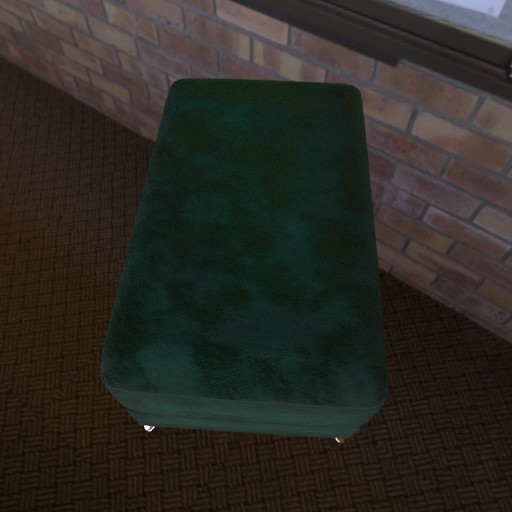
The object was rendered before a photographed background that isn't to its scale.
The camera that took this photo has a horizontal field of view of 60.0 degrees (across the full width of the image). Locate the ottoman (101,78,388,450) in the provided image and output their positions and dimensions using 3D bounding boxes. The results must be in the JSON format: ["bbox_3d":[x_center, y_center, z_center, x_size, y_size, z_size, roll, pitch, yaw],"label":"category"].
[{"bbox_3d":[0.000,0.000,1.198,0.536,0.533,0.886,3,59,2],"label":"ottoman"}]
